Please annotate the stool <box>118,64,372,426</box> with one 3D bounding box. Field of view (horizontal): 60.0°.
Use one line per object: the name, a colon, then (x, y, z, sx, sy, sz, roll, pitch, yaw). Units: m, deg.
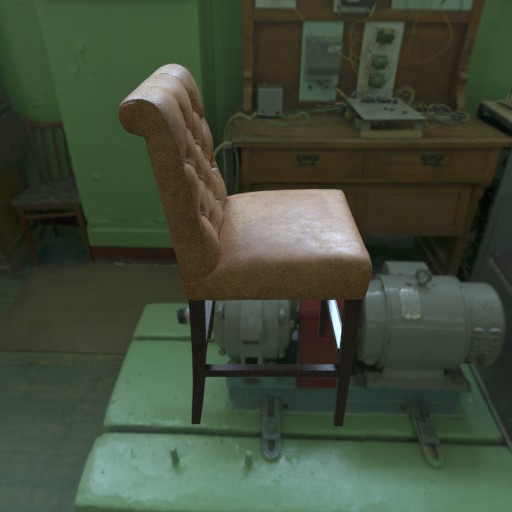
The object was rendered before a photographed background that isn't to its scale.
stool: (0.000, 0.000, 1.376, 0.601, 1.047, 0.493, 0, 32, 0)
